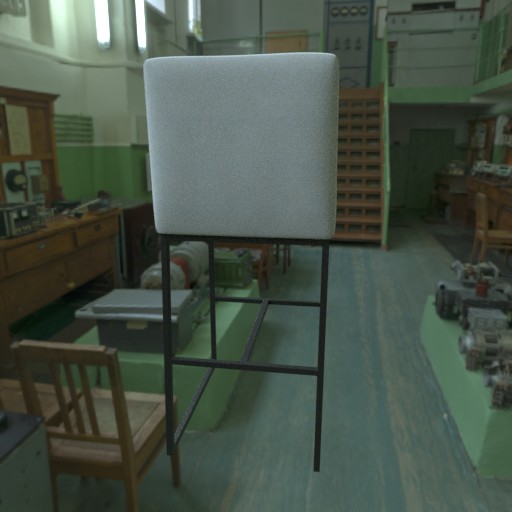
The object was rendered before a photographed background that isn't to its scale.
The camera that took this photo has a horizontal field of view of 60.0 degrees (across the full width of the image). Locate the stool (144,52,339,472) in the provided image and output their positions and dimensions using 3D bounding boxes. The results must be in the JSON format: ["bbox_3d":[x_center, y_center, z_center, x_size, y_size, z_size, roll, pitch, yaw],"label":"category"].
[{"bbox_3d":[0.000,0.000,1.369,0.464,1.061,0.573,2,15,9],"label":"stool"}]
